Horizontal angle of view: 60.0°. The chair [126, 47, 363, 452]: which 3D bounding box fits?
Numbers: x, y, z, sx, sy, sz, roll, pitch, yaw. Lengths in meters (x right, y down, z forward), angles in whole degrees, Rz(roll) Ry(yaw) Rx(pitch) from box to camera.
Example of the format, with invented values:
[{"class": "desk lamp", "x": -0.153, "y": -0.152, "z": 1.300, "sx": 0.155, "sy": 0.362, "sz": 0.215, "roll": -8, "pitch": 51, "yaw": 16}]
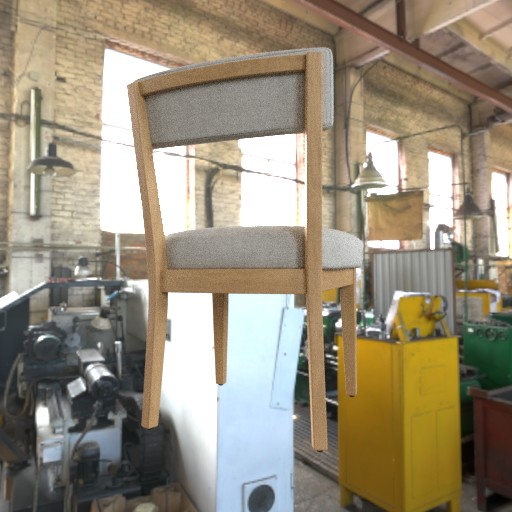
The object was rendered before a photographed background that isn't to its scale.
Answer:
[{"class": "chair", "x": 0.000, "y": 0.000, "z": 1.176, "sx": 0.508, "sy": 0.832, "sz": 0.572, "roll": -1, "pitch": -3, "yaw": 19}]
